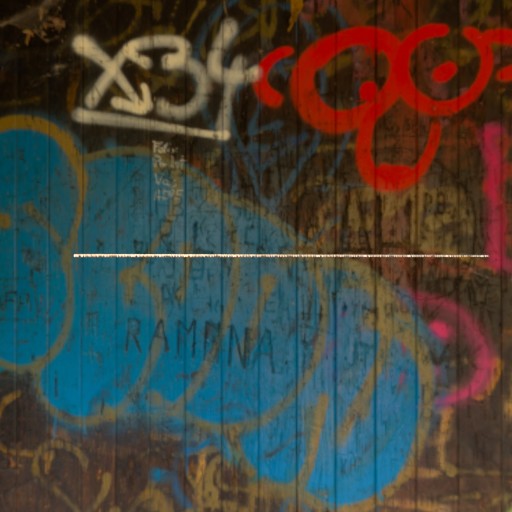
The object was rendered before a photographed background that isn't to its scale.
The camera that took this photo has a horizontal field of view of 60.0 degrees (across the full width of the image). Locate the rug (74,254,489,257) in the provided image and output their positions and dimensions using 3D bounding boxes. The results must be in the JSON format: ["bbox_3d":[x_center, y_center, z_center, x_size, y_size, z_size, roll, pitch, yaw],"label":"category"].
[{"bbox_3d":[0.000,0.000,3.937,2.932,0.015,2.315,0,0,-21],"label":"rug"}]
